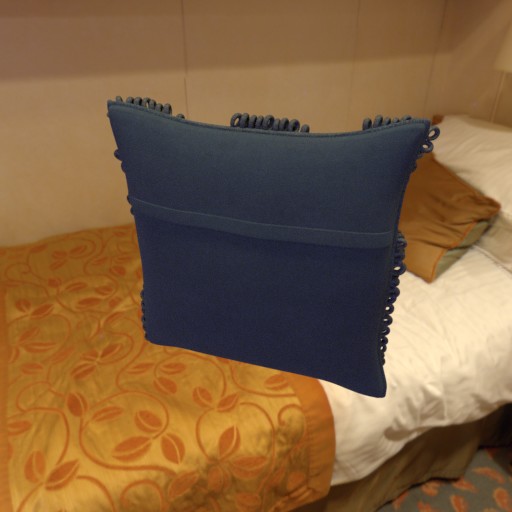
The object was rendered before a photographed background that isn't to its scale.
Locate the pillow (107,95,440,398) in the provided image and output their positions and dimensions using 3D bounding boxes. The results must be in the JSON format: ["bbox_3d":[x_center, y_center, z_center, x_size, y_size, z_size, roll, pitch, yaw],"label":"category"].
[{"bbox_3d":[0.000,0.000,0.707,0.469,0.466,0.172,9,32,15],"label":"pillow"}]
